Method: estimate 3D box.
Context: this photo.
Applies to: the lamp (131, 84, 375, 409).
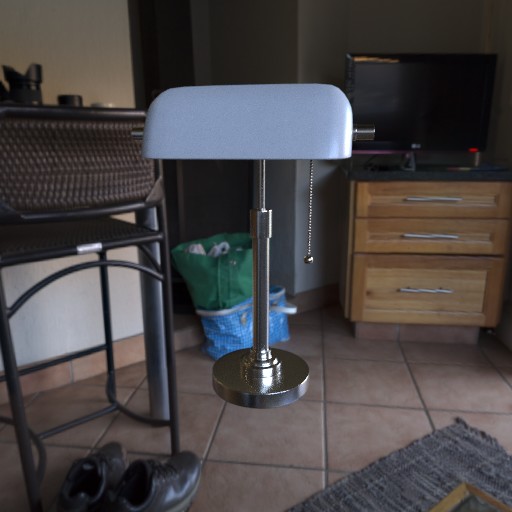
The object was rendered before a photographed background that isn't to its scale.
[{"bbox_3d":[0.000,0.000,0.572,0.269,0.404,0.227,2,14,9],"label":"lamp"}]
